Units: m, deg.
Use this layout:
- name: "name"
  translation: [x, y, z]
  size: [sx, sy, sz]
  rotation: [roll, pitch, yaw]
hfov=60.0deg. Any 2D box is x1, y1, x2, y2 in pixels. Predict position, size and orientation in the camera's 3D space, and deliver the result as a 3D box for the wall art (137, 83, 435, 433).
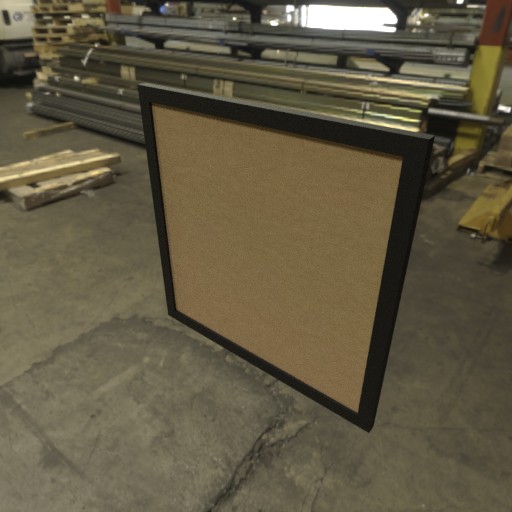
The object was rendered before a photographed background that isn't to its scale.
- name: "wall art"
  translation: [0.000, 0.000, 0.536]
  size: [0.356, 0.356, 0.013]
  rotation: [23, 38, 32]
